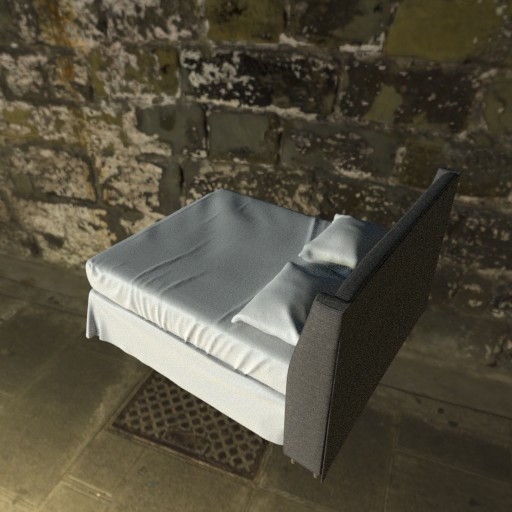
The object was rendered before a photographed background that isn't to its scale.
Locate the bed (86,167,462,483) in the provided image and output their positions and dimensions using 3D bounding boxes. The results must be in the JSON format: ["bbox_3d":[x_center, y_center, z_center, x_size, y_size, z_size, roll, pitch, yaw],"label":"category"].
[{"bbox_3d":[0.000,0.000,3.393,2.276,1.332,1.925,21,39,29],"label":"bed"}]
